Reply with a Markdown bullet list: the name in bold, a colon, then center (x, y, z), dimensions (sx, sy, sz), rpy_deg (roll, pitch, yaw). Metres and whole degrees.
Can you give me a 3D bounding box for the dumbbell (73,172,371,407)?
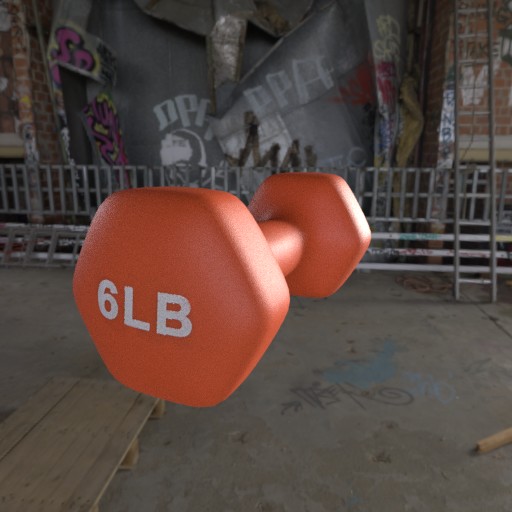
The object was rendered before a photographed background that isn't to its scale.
- **dumbbell**: center (0.000, 0.000, 0.205), dimensions (0.079, 0.071, 0.162), rpy_deg (6, 15, 26)
